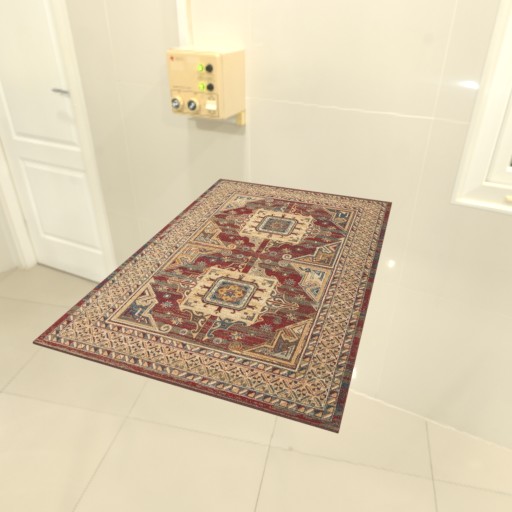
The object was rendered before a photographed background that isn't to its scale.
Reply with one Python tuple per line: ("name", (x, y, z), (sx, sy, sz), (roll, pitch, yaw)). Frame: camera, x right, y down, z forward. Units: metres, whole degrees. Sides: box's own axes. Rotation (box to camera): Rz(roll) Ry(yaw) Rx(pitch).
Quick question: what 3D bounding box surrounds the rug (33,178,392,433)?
("rug", (0.000, 0.000, 5.767), (3.033, 0.033, 4.578), (11, 33, 17))
